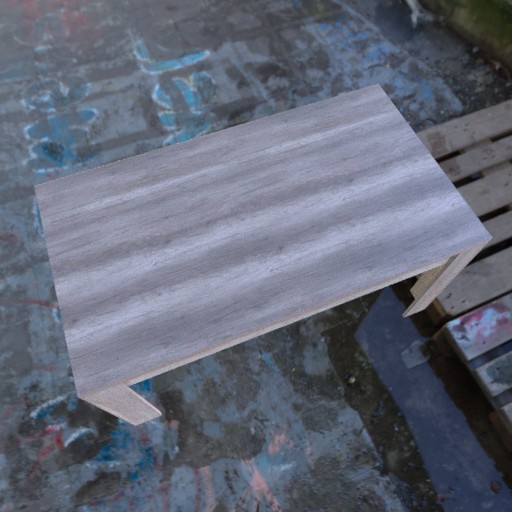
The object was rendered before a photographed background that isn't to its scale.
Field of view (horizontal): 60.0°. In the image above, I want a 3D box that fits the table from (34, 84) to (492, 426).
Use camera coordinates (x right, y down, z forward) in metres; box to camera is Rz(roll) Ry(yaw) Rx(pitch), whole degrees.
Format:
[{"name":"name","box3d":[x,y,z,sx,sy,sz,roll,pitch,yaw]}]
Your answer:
[{"name":"table","box3d":[0.000,0.000,2.104,1.600,0.775,0.900,-19,64,-10]}]
